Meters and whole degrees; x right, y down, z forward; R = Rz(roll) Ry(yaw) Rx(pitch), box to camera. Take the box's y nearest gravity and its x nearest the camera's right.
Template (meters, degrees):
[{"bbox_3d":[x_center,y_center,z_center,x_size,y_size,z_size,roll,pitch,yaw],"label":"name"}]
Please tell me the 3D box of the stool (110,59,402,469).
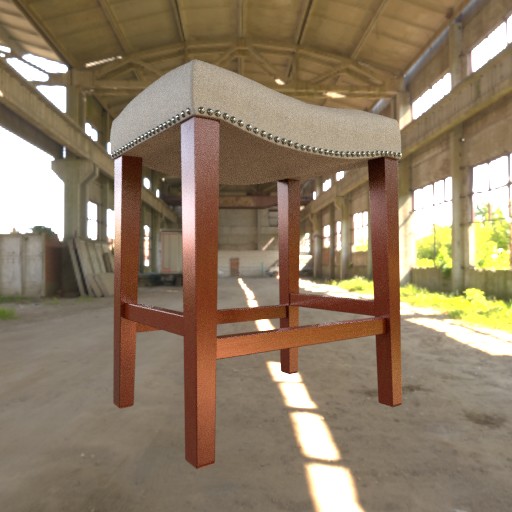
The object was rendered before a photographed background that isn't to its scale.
[{"bbox_3d":[0.000,0.000,0.941,0.509,0.632,0.375,0,-1,-36],"label":"stool"}]
